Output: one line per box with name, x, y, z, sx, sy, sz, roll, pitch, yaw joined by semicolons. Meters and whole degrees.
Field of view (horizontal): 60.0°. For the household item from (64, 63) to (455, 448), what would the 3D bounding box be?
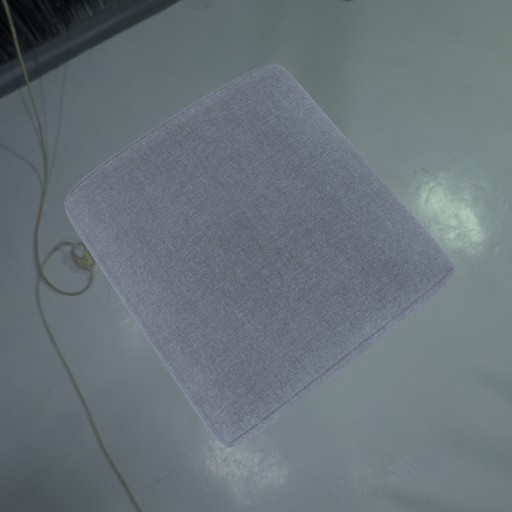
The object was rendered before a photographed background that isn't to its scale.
household item;0.000;0.000;0.899;0.530;0.410;0.530;-35;78;-8
